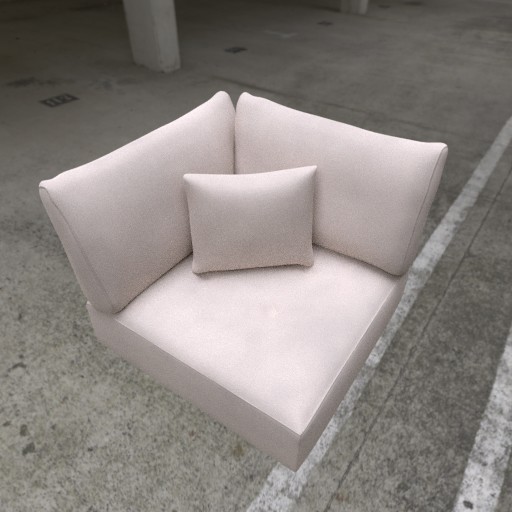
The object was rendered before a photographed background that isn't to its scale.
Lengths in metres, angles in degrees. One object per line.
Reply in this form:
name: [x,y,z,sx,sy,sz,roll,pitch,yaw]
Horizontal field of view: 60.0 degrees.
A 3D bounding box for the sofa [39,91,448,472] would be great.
sofa: [0.000,0.000,1.704,1.000,0.820,1.000,24,46,25]
